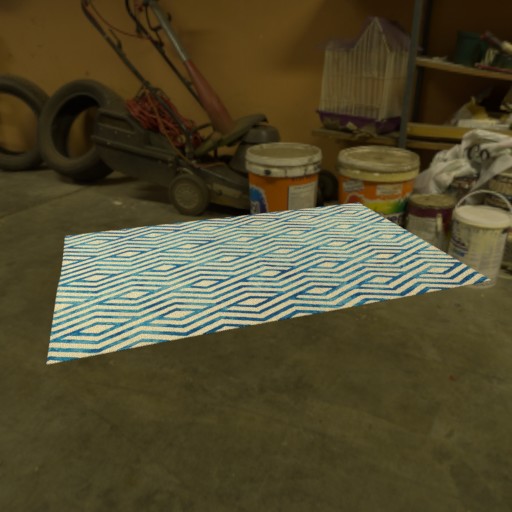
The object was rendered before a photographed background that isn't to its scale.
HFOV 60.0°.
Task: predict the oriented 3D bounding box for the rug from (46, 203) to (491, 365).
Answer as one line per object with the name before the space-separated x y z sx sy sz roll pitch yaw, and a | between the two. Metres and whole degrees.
rug | 0.000 0.000 2.941 2.439 0.008 1.531 -8 26 -17
